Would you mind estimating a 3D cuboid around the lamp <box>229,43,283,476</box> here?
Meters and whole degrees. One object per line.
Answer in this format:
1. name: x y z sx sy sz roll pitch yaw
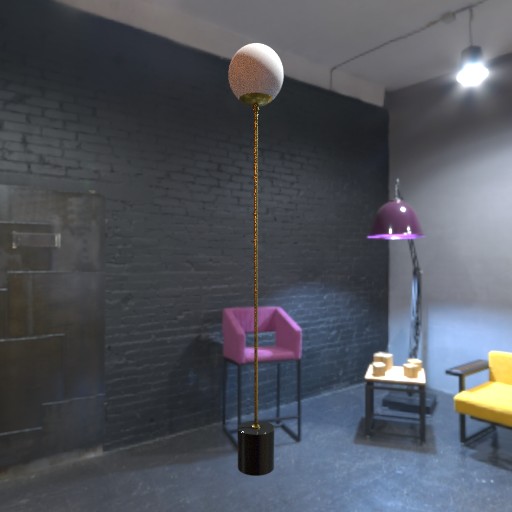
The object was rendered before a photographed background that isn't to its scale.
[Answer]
1. lamp: 0.000 0.000 1.841 0.229 1.748 0.229 0 0 -36
